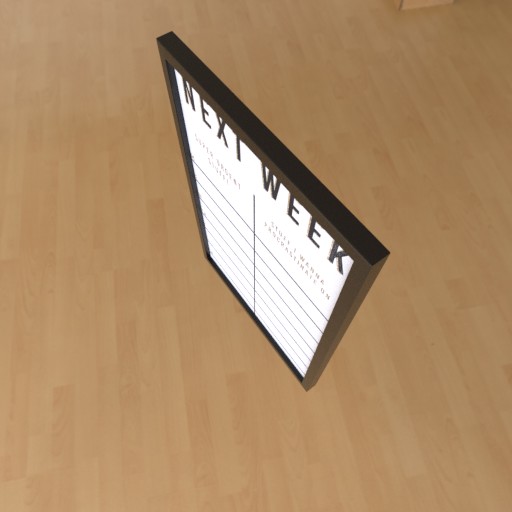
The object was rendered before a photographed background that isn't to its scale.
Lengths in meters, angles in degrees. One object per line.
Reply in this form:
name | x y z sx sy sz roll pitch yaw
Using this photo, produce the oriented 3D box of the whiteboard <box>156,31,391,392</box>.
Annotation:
whiteboard | 0.000 0.000 0.767 0.026 0.611 0.406 -33 67 -16
